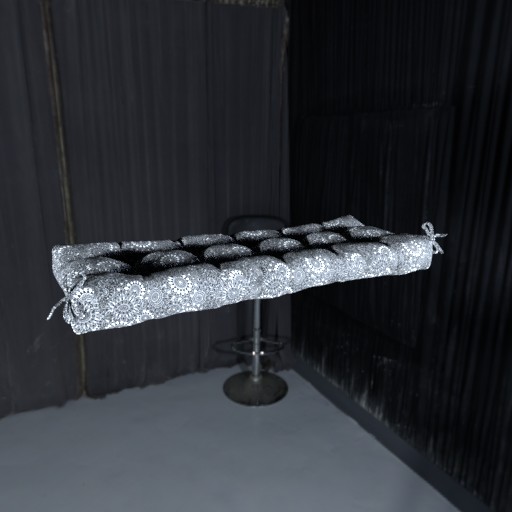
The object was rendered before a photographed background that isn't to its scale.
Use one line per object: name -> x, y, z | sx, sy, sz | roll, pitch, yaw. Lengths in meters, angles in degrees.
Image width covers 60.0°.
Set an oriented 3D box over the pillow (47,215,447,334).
pillow -> 0.000, 0.000, 1.356 | 1.194, 0.174, 0.511 | -8, 17, -27
